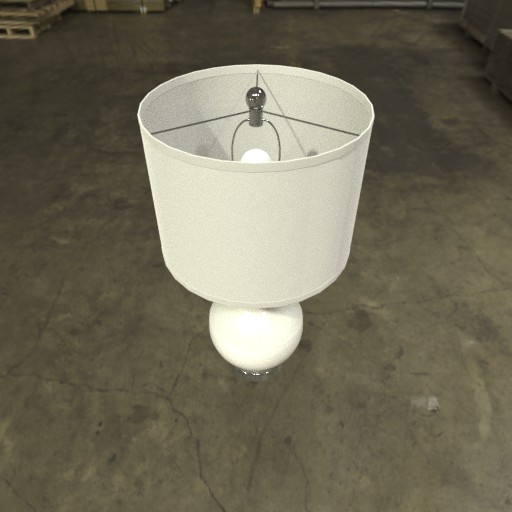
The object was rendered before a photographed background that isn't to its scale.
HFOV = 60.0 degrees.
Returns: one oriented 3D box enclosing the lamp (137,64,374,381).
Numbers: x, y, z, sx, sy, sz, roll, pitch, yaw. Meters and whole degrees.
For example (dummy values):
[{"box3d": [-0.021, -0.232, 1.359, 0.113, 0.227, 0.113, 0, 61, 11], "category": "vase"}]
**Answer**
[{"box3d": [0.000, 0.000, 0.884, 0.357, 0.673, 0.357, 1, 42, 1], "category": "lamp"}]
